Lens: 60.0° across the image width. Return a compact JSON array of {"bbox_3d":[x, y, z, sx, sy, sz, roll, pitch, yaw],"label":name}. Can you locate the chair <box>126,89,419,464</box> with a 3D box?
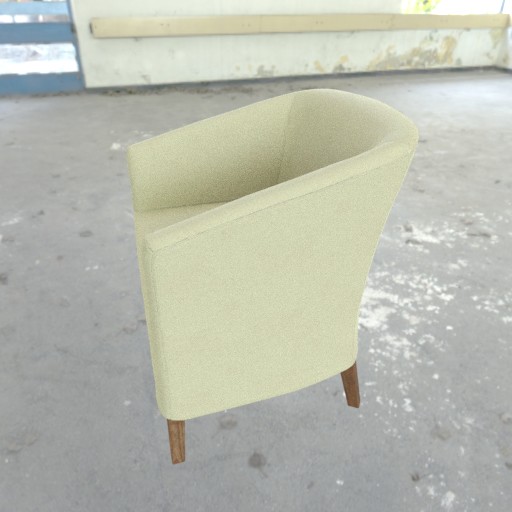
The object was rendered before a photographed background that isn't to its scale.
[{"bbox_3d":[0.000,0.000,1.263,0.657,0.822,0.643,-9,32,-14],"label":"chair"}]
